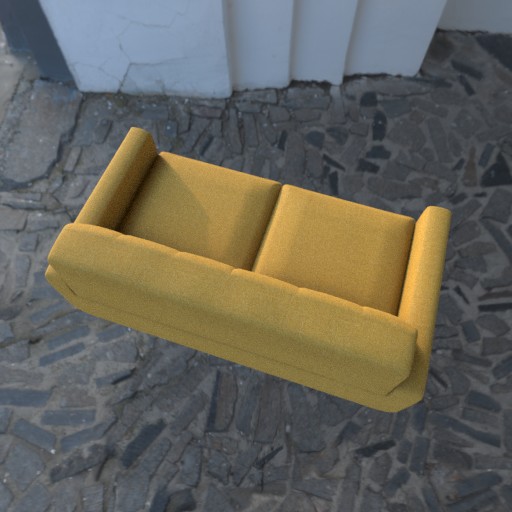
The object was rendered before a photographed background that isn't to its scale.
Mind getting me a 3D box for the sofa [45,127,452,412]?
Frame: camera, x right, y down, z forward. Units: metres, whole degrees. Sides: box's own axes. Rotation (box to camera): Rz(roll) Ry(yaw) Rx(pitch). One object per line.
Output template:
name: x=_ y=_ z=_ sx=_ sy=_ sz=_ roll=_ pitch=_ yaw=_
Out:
sofa: x=0.000 y=0.000 z=2.101 sx=1.631 sy=0.841 sz=0.909 roll=16 pitch=65 yaw=8
